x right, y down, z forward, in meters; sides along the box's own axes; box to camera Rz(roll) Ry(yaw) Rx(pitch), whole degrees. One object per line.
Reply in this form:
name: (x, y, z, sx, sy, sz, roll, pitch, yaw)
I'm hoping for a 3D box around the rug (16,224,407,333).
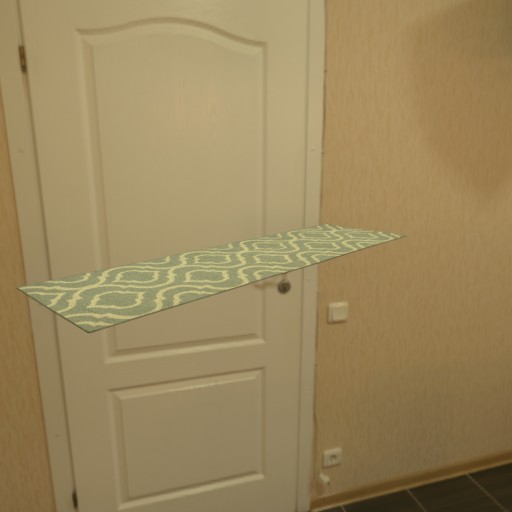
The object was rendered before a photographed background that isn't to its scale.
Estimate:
rug: (0.000, 0.000, 2.469, 0.684, 0.009, 2.275, 13, 19, 43)
